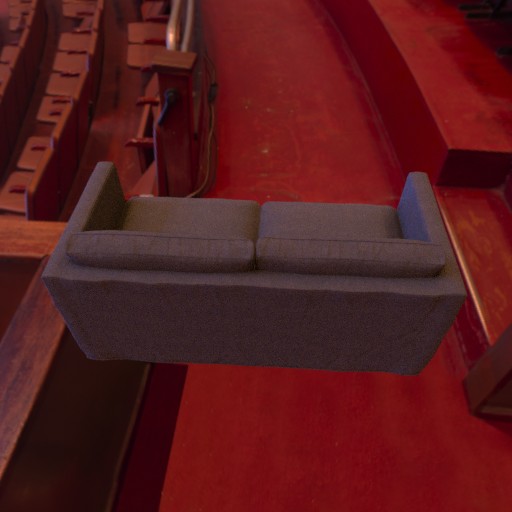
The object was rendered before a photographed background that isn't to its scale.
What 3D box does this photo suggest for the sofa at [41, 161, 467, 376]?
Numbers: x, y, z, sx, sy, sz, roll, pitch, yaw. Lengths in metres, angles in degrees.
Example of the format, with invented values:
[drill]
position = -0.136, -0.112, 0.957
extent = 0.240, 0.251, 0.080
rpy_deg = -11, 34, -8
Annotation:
[sofa]
position = 0.000, 0.000, 2.531
extent = 1.982, 0.855, 0.953
rpy_deg = 2, 47, 2
